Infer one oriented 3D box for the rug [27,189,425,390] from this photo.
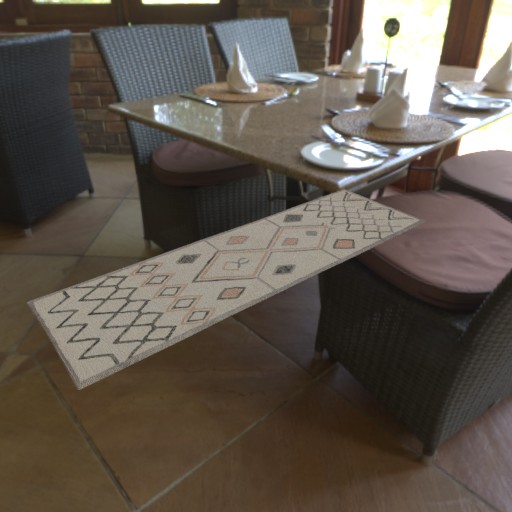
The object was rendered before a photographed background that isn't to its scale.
[{"bbox_3d":[0.000,0.000,2.688,2.435,0.011,0.750,-22,37,-32],"label":"rug"}]
